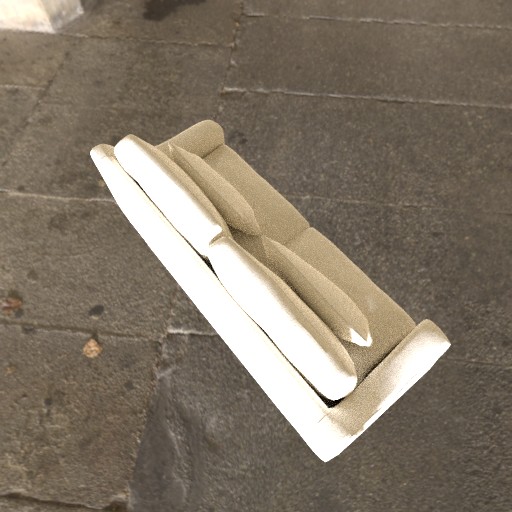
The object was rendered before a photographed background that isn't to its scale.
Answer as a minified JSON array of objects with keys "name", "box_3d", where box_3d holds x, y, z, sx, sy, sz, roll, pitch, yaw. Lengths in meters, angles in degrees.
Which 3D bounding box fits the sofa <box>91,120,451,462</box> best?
[{"name":"sofa","box_3d":[0.000,0.000,2.987,1.009,1.022,2.470,-34,64,-19]}]
